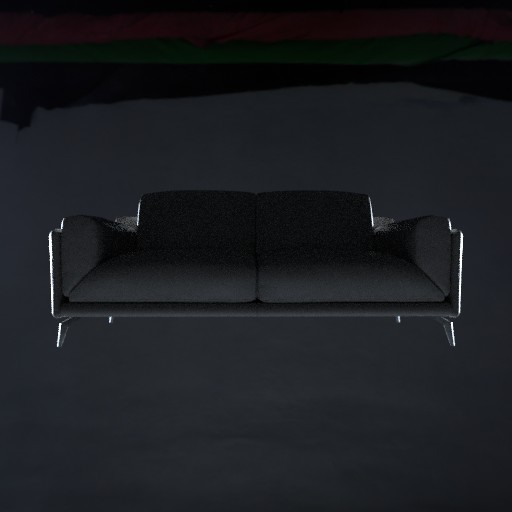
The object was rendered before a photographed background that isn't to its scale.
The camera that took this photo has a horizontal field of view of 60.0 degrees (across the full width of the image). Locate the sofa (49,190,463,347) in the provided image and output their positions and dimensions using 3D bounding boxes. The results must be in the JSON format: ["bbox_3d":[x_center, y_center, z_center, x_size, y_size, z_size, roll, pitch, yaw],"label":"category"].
[{"bbox_3d":[0.000,0.000,2.736,2.101,0.930,1.049,0,0,-1],"label":"sofa"}]
